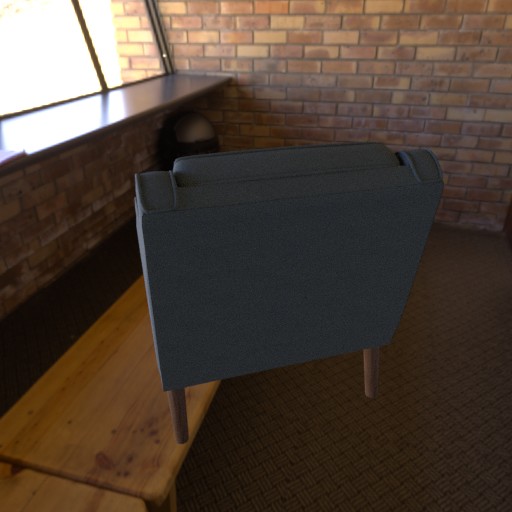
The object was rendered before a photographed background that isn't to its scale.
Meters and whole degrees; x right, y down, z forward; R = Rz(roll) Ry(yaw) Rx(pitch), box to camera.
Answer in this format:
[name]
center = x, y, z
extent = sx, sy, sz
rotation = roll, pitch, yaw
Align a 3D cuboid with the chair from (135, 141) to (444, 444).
[chair]
center = 0.000, 0.000, 1.334
extent = 0.663, 0.780, 0.733
rotation = -8, 29, -15
